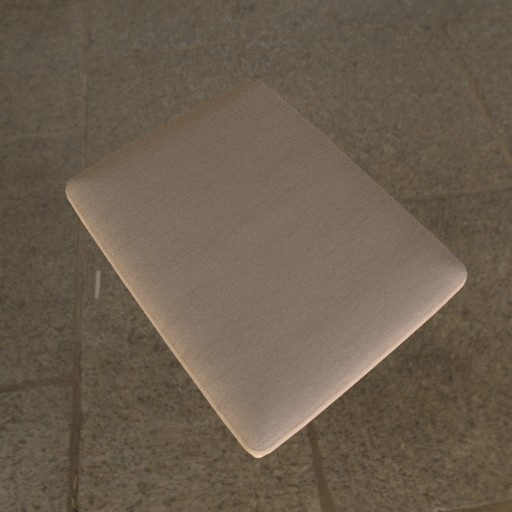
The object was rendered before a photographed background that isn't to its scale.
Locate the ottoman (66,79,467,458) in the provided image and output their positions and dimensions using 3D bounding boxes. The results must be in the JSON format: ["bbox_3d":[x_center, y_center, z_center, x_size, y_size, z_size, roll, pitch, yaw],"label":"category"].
[{"bbox_3d":[0.000,0.000,1.123,0.606,0.420,0.771,-35,68,-16],"label":"ottoman"}]
